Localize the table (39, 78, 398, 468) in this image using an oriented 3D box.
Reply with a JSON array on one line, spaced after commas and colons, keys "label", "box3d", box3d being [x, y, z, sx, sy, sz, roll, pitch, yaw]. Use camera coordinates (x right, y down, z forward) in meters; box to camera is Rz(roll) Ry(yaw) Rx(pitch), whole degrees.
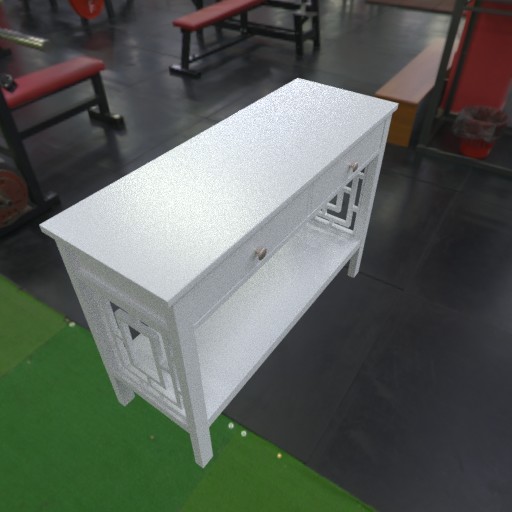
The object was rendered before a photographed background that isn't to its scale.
[{"label": "table", "box3d": [0.000, 0.000, 1.453, 0.397, 0.753, 1.068, 26, 48, 26]}]
